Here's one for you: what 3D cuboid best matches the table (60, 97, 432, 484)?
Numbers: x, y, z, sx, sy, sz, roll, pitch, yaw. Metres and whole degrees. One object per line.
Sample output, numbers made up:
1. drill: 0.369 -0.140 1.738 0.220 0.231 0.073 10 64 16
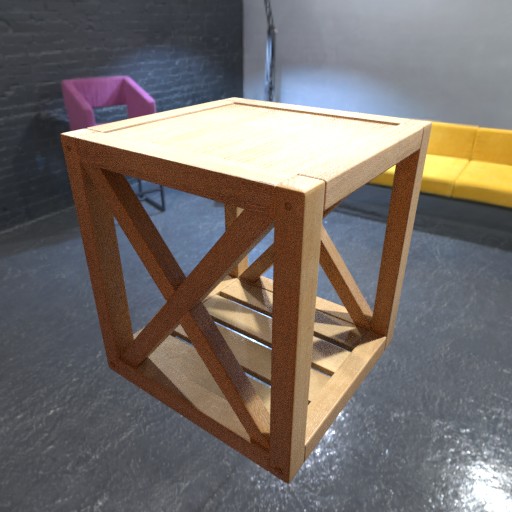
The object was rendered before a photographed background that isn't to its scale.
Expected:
1. table: 0.000 0.000 1.065 0.559 0.610 0.558 19 34 31
